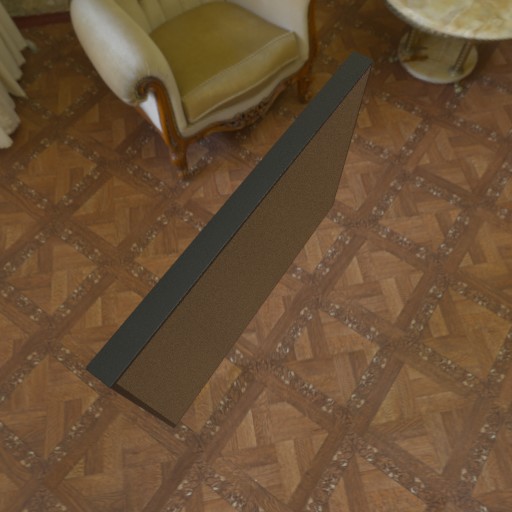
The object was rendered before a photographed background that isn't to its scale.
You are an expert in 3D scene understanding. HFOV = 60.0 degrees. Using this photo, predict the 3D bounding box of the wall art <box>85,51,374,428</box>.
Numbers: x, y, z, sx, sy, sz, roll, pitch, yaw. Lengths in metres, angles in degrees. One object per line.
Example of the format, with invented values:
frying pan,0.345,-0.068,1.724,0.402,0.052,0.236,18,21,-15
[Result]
wall art,0.000,0.000,1.195,0.058,0.640,0.939,31,67,15
